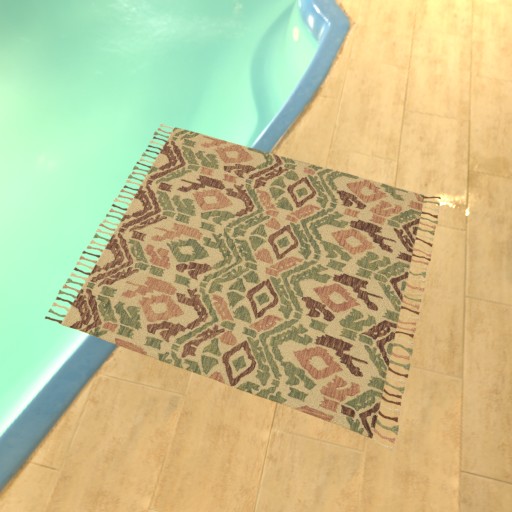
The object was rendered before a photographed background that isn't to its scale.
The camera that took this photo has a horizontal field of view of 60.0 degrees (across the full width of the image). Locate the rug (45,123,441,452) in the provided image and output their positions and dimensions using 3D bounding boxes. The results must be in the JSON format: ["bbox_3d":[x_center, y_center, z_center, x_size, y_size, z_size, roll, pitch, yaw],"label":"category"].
[{"bbox_3d":[0.000,0.000,4.073,3.048,0.010,2.438,17,64,9],"label":"rug"}]
